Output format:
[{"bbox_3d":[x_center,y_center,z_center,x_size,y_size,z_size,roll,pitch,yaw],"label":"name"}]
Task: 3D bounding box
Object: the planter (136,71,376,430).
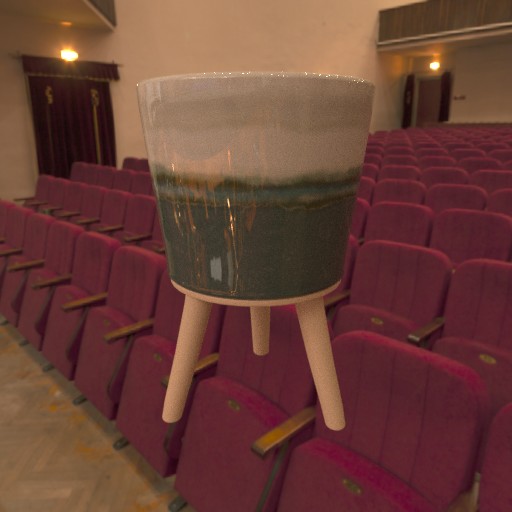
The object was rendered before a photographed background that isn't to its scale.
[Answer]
[{"bbox_3d":[0.000,0.000,0.458,0.217,0.331,0.217,-15,22,-41],"label":"planter"}]
